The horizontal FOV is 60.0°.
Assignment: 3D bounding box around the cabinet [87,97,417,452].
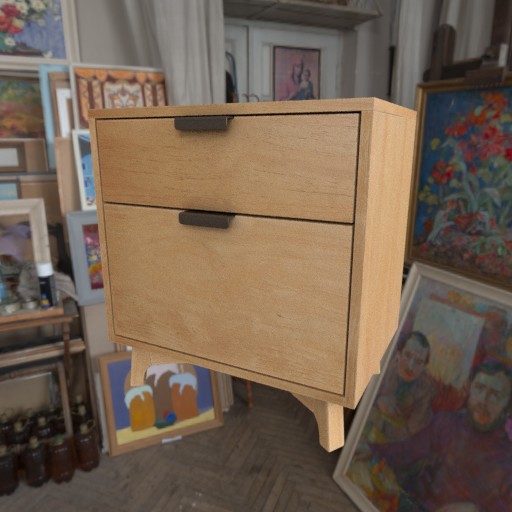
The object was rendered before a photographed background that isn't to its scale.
[{"bbox_3d":[0.000,0.000,0.957,0.551,0.599,0.394,8,17,27],"label":"cabinet"}]
